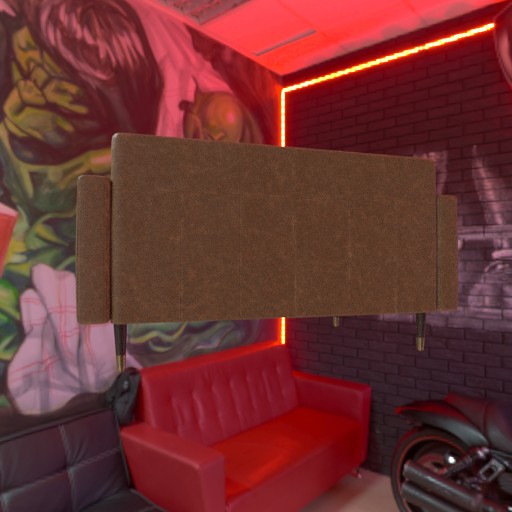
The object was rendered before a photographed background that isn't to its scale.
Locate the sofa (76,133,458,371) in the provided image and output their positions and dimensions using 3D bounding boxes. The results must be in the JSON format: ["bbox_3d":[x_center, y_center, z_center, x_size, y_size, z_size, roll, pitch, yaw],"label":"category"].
[{"bbox_3d":[0.000,0.000,2.114,1.549,0.820,0.960,0,-1,-17],"label":"sofa"}]
